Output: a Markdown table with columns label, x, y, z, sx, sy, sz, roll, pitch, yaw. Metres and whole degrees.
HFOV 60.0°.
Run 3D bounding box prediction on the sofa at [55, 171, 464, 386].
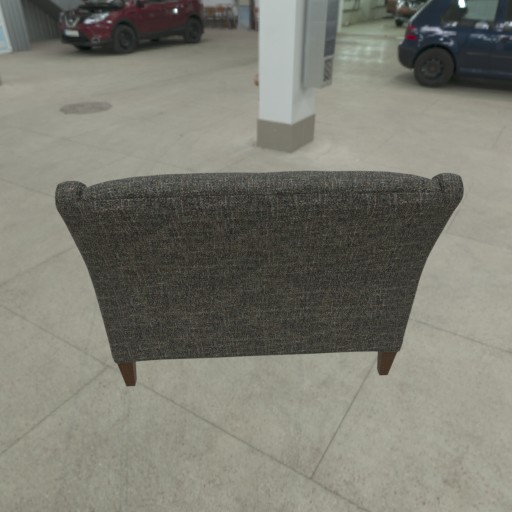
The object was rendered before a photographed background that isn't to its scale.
| label | x | y | z | sx | sy | sz | roll | pitch | yaw |
| --- | --- | --- | --- | --- | --- | --- | --- | --- | --- |
| sofa | 0.000 | 0.000 | 1.909 | 1.242 | 1.021 | 0.870 | -2 | 32 | -3 |
